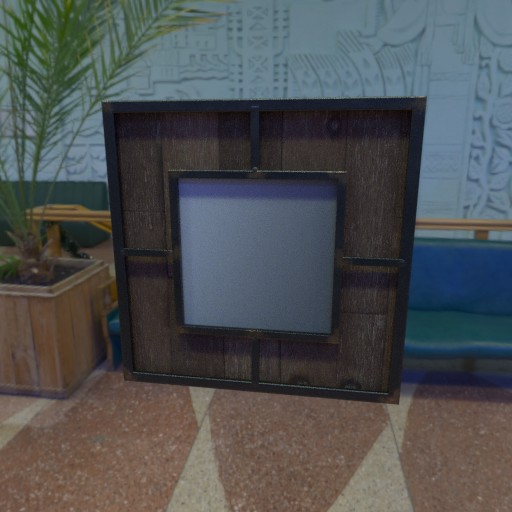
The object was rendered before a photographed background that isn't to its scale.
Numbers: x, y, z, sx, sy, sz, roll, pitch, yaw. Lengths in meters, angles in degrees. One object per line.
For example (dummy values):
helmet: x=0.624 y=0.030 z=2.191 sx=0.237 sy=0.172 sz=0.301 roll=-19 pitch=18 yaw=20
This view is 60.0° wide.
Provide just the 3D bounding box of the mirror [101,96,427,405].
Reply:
mirror: x=0.000 y=0.000 z=0.568 sx=0.382 sy=0.381 sz=0.020 roll=2 pitch=15 yaw=9
